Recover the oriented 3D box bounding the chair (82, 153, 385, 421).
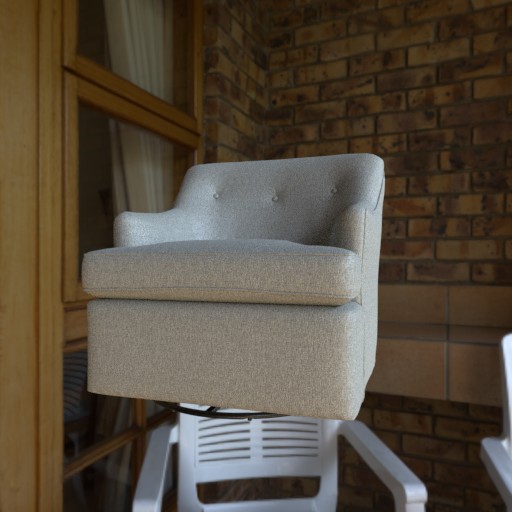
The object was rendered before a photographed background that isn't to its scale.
[{"bbox_3d":[0.000,0.000,1.570,0.864,0.856,0.923,0,0,18],"label":"chair"}]
